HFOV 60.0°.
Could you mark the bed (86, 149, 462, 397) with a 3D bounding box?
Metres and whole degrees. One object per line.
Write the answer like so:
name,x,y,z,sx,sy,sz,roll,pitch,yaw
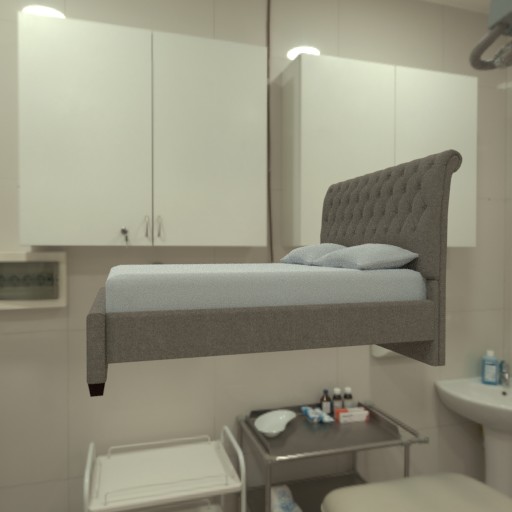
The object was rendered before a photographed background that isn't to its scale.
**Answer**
bed,0.000,0.000,3.280,2.252,1.371,1.645,0,1,-17
